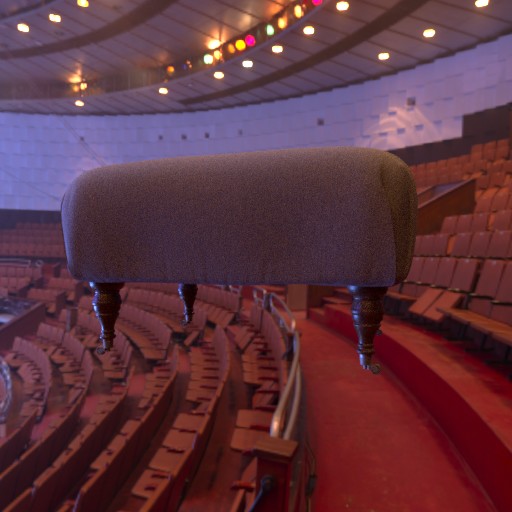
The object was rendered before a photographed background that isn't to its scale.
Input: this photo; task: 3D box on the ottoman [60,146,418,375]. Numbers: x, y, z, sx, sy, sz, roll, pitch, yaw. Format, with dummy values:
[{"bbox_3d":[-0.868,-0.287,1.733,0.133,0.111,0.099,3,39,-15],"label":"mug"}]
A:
[{"bbox_3d":[0.000,0.000,1.122,0.747,0.450,0.622,0,0,16],"label":"ottoman"}]
